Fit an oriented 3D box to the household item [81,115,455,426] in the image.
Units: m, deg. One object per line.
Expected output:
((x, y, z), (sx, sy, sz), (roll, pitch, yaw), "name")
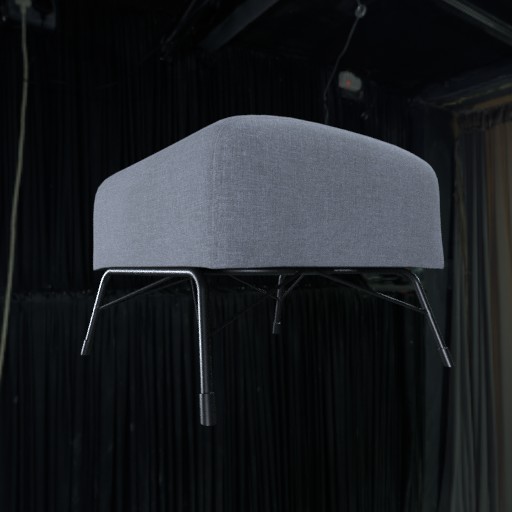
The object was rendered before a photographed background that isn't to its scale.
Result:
((0.000, 0.000, 0.880), (0.530, 0.410, 0.530), (1, -2, -36), "household item")
